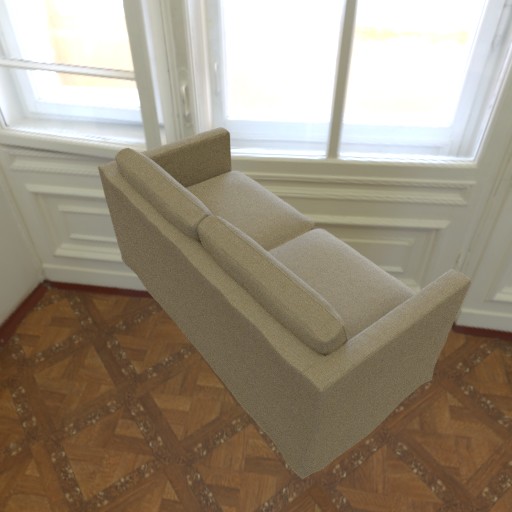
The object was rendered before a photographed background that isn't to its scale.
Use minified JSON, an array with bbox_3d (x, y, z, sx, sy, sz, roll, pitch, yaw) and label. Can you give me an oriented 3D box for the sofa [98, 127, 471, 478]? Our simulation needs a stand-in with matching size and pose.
[{"bbox_3d":[0.000,0.000,2.496,0.956,0.847,1.987,-27,47,-27],"label":"sofa"}]
